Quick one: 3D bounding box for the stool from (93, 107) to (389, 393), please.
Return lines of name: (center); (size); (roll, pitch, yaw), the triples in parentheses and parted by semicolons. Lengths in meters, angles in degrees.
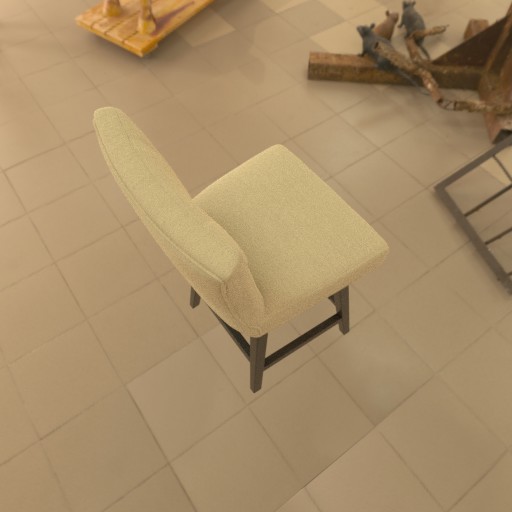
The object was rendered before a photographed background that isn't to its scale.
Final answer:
stool: (0.000, 0.000, 1.327); (0.574, 1.000, 0.514); (-32, 63, -18)
